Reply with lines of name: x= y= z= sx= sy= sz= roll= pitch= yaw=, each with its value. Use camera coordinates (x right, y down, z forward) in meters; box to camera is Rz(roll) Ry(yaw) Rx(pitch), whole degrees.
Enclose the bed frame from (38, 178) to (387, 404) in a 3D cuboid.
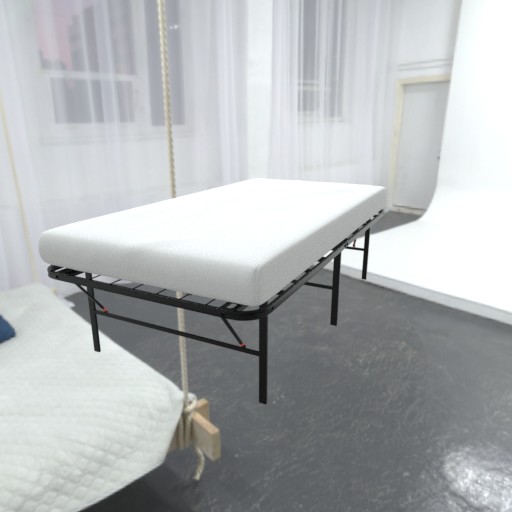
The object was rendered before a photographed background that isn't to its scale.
bed frame: x=0.000 y=0.000 z=2.392 sx=0.989 sy=0.619 sz=1.903 roll=9 pitch=19 yaw=26
